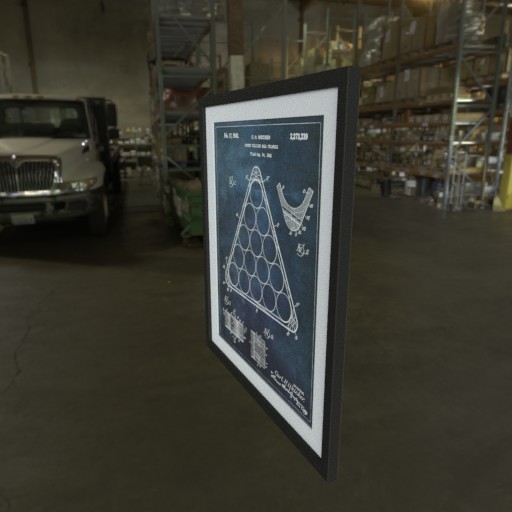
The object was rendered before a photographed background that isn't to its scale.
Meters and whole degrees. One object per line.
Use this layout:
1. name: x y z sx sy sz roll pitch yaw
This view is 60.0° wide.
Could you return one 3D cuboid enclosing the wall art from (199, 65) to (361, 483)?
1. wall art: 0.000 0.000 1.204 0.028 0.863 0.755 -8 17 -26
